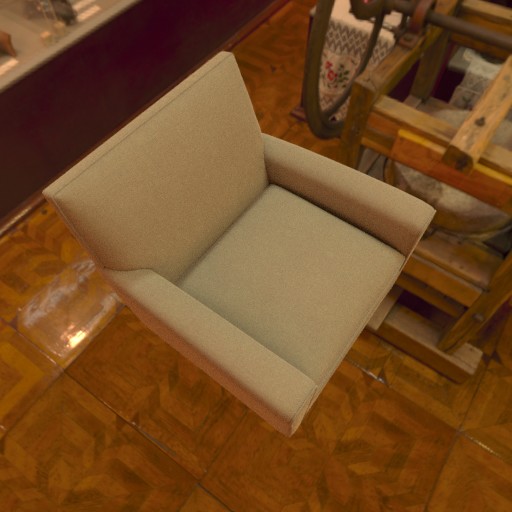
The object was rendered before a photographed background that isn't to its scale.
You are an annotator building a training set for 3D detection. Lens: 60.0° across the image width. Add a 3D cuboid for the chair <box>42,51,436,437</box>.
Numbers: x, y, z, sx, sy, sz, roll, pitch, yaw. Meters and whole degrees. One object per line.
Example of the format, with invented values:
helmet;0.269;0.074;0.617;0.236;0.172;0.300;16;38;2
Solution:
chair;0.000;0.000;1.557;0.871;0.846;0.840;33;65;18
